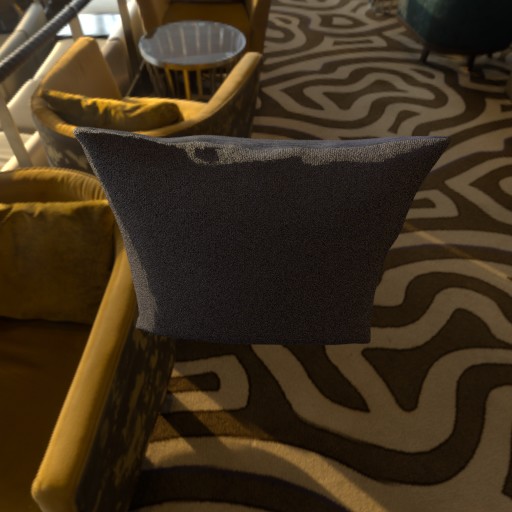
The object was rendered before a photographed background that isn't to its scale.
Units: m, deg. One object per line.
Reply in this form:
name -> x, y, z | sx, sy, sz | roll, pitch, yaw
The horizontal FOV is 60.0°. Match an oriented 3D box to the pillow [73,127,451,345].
pillow -> 0.000, 0.000, 0.682 | 0.452, 0.439, 0.204 | 3, 47, 2
